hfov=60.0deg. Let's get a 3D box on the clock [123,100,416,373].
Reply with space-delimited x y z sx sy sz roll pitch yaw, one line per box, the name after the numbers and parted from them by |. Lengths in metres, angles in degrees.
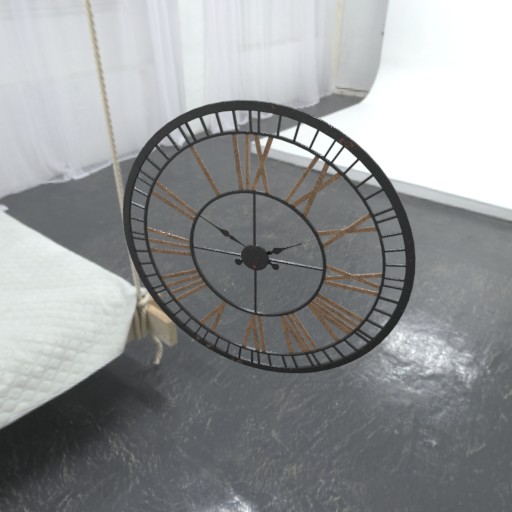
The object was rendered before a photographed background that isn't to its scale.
0.000 0.000 1.243 0.843 0.843 0.025 10 33 17 | clock
